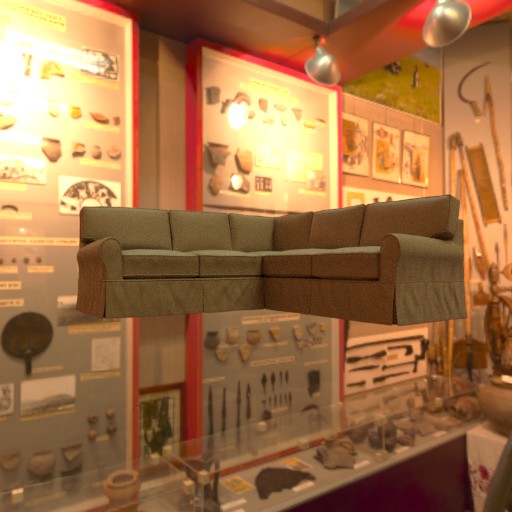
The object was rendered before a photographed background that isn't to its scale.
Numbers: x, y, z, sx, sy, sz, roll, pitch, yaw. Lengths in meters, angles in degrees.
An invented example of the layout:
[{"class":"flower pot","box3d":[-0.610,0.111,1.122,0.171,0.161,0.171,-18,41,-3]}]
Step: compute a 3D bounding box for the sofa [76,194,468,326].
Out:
[{"class":"sofa","box3d":[0.000,0.000,4.091,2.618,1.081,2.623,1,-2,-35]}]
